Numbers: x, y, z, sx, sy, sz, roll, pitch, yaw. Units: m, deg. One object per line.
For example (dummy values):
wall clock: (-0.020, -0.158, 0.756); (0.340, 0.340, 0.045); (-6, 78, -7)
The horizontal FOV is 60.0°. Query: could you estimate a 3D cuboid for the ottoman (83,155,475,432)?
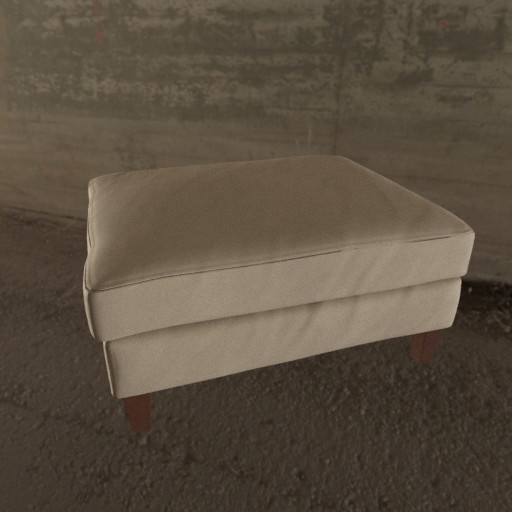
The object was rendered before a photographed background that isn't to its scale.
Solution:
ottoman: (0.000, 0.000, 1.456); (1.002, 0.492, 0.836); (-8, 29, -16)
